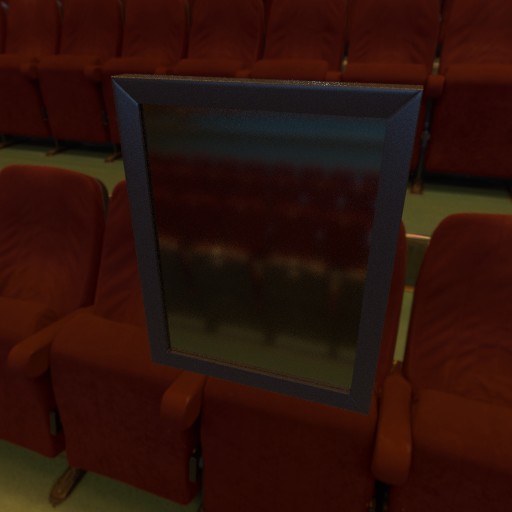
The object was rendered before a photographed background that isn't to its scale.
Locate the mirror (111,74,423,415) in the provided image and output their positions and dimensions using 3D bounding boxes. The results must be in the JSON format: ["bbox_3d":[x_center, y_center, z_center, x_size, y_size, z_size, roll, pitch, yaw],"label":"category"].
[{"bbox_3d":[0.000,0.000,0.685,0.405,0.508,0.041,9,29,16],"label":"mirror"}]
